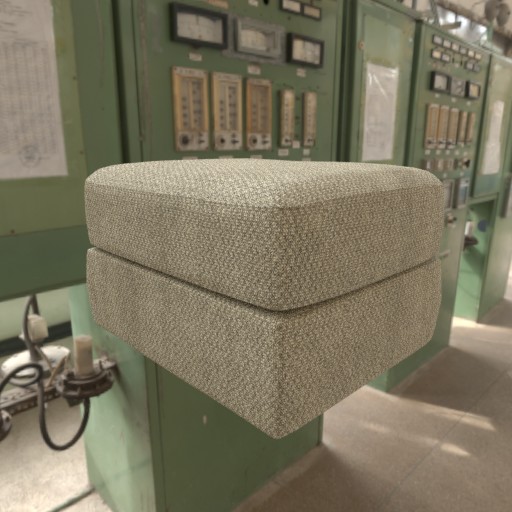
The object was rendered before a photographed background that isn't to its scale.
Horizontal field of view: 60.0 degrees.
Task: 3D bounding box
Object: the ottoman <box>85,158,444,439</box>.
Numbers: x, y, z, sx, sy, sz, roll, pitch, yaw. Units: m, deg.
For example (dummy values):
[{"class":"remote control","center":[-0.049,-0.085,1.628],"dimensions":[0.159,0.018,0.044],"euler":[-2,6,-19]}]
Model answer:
[{"class":"ottoman","center":[0.000,0.000,1.138],"dimensions":[0.603,0.476,0.751],"euler":[-13,20,-42]}]
